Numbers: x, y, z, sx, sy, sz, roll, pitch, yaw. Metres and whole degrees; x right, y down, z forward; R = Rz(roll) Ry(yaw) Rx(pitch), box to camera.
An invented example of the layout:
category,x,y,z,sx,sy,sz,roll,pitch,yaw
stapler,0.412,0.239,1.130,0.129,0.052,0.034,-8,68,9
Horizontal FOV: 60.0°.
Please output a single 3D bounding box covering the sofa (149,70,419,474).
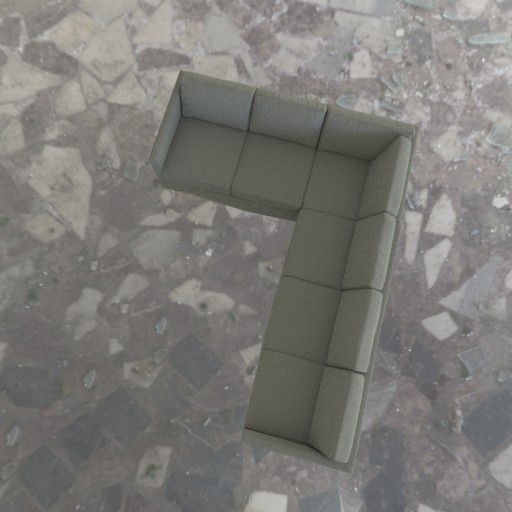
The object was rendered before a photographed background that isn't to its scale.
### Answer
category,x,y,z,sx,sy,sz,roll,pitch,yaw
sofa,0.000,0.000,4.183,2.432,0.871,3.182,15,76,4
